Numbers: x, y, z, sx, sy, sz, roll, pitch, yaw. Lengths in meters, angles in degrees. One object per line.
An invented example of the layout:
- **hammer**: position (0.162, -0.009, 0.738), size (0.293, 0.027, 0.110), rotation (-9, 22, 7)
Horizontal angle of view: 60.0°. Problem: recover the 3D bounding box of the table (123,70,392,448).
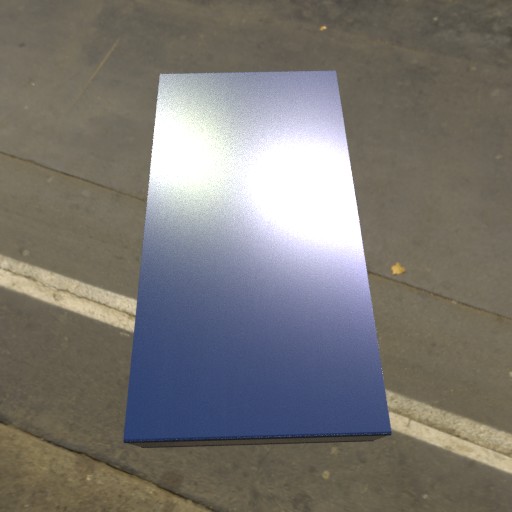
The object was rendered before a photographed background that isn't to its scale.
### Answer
- **table**: position (0.000, 0.000, 1.349), size (0.572, 0.457, 1.067), rotation (-1, 63, -1)
